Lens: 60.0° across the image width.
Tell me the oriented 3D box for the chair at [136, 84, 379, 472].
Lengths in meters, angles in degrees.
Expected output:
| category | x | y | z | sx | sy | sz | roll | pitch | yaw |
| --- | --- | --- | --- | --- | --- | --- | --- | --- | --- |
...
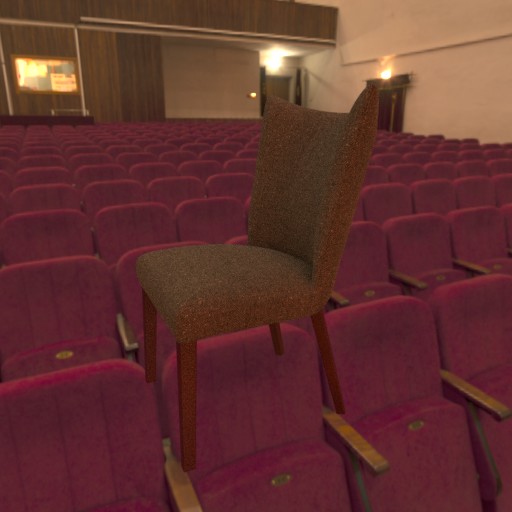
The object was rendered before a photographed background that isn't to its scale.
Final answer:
| category | x | y | z | sx | sy | sz | roll | pitch | yaw |
| --- | --- | --- | --- | --- | --- | --- | --- | --- | --- |
| chair | 0.000 | 0.000 | 1.301 | 0.623 | 0.924 | 0.535 | -8 | 18 | -24 |
